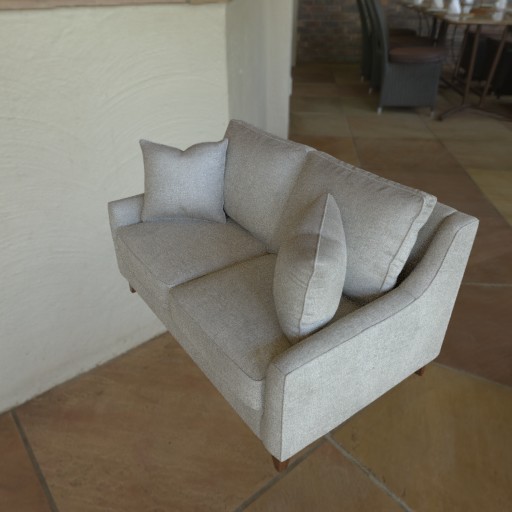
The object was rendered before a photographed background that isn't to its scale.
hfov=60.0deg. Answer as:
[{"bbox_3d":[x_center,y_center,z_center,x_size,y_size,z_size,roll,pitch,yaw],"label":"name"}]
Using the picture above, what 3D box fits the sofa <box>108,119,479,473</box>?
[{"bbox_3d":[0.000,0.000,1.970,0.915,0.863,1.422,-21,38,-30],"label":"sofa"}]
